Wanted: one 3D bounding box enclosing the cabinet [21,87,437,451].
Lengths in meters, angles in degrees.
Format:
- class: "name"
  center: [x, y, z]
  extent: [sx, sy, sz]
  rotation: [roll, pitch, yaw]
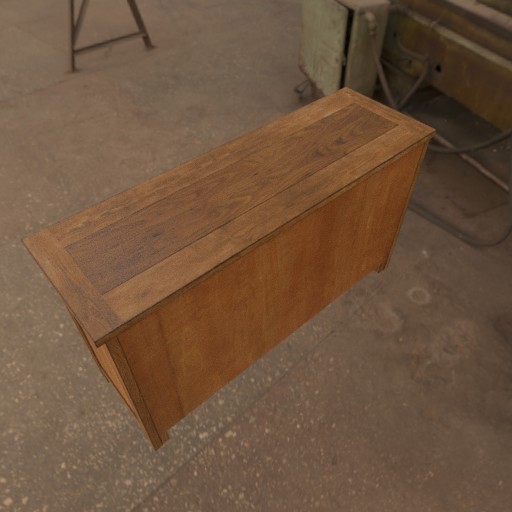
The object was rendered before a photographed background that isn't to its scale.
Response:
- class: "cabinet"
  center: [0.000, 0.000, 1.841]
  extent: [1.474, 0.813, 0.480]
  rotation: [-33, 55, -26]
